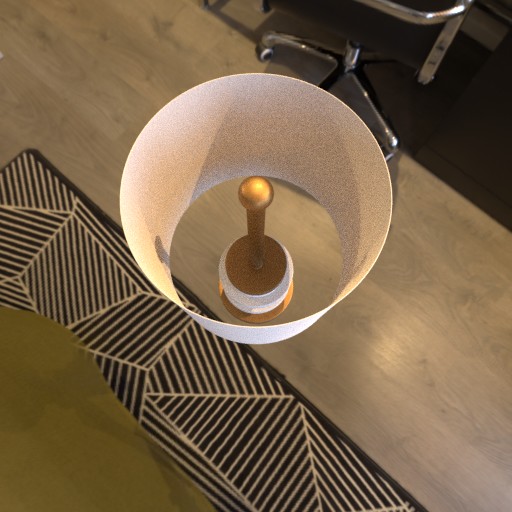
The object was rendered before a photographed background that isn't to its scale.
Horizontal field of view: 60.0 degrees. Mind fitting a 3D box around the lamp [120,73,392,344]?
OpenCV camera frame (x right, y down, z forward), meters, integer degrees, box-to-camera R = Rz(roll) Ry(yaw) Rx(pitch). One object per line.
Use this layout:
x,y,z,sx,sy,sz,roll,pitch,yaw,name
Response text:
0.000,0.000,0.536,0.210,0.410,0.210,11,76,3,lamp
